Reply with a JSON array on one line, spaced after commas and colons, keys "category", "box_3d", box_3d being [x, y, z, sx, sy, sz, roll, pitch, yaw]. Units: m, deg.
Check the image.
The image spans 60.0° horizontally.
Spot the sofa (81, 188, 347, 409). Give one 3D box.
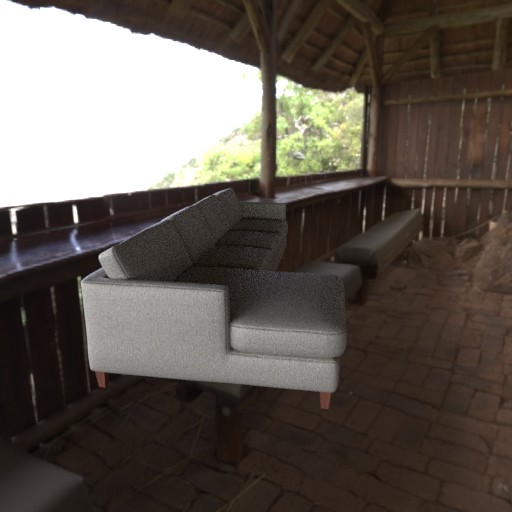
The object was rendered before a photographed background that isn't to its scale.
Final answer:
[{"category": "sofa", "box_3d": [0.000, 0.000, 3.918, 1.502, 0.876, 3.201, 3, 15, 9]}]
